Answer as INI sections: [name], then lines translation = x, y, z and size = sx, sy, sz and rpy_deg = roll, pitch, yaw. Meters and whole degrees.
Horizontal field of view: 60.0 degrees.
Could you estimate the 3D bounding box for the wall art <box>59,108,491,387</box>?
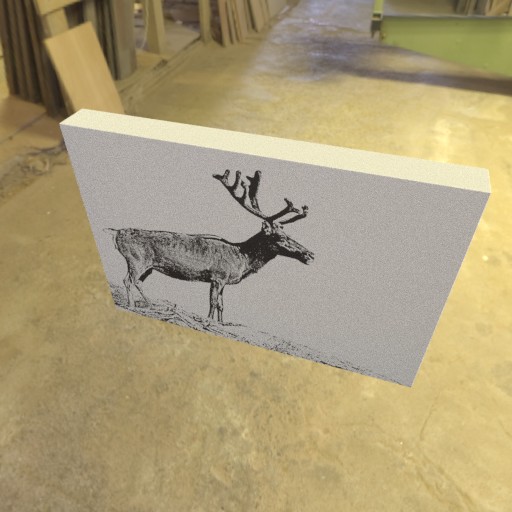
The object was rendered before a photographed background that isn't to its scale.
[wall art]
translation = 0.000, 0.000, 0.473
size = 0.381, 0.259, 0.038
rpy_deg = 12, 43, 14
